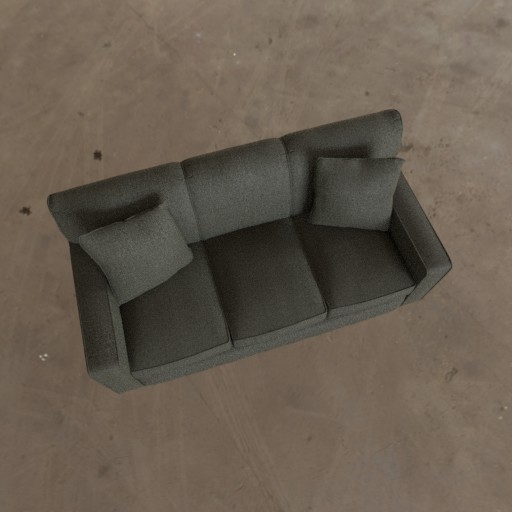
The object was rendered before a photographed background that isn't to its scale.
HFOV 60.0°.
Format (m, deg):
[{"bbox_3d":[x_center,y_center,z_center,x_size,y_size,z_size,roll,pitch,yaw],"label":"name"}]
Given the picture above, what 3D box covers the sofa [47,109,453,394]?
[{"bbox_3d":[0.000,0.000,2.633,2.024,0.958,0.997,-16,65,-8],"label":"sofa"}]
